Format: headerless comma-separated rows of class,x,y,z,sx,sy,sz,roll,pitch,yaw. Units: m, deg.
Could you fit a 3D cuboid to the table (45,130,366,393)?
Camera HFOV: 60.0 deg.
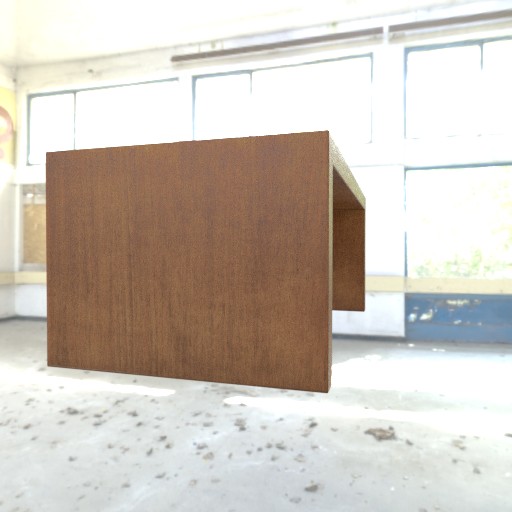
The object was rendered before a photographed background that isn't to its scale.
table,0.000,0.000,1.260,0.549,0.419,1.000,0,1,17
